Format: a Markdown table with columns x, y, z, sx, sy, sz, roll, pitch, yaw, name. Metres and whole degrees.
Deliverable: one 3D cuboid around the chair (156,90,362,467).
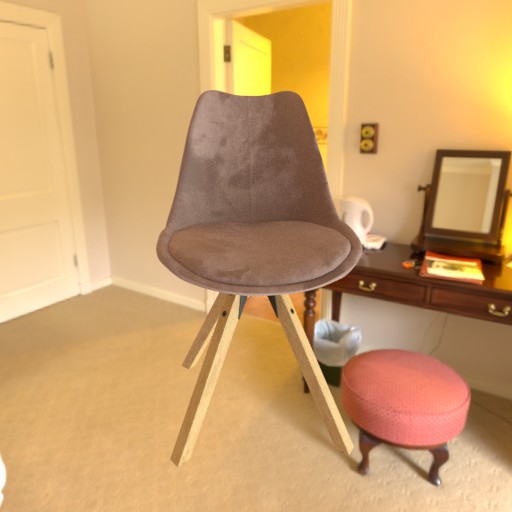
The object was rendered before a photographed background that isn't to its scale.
| x | y | z | sx | sy | sz | roll | pitch | yaw | name |
| --- | --- | --- | --- | --- | --- | --- | --- | --- | --- |
| 0.000 | 0.000 | 1.165 | 0.485 | 0.850 | 0.550 | -2 | 17 | -5 | chair |
